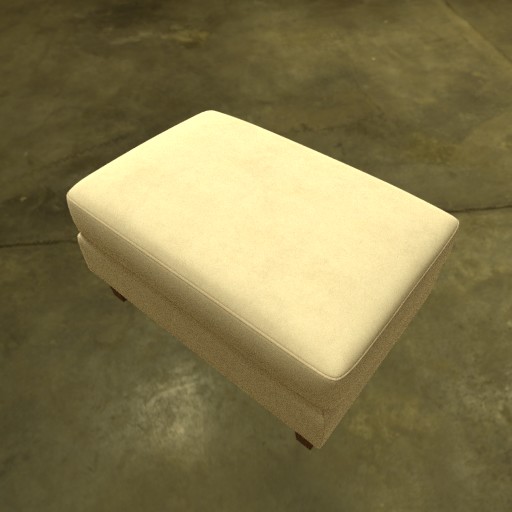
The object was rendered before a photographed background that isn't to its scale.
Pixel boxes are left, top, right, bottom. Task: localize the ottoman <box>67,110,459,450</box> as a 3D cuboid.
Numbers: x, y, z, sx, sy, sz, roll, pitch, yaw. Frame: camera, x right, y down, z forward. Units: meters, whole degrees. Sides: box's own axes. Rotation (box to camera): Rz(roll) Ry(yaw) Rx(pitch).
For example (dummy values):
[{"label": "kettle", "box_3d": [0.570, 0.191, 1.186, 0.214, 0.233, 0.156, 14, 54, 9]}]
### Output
[{"label": "ottoman", "box_3d": [0.000, 0.000, 1.233, 0.864, 0.483, 0.584, 31, 54, 26]}]
